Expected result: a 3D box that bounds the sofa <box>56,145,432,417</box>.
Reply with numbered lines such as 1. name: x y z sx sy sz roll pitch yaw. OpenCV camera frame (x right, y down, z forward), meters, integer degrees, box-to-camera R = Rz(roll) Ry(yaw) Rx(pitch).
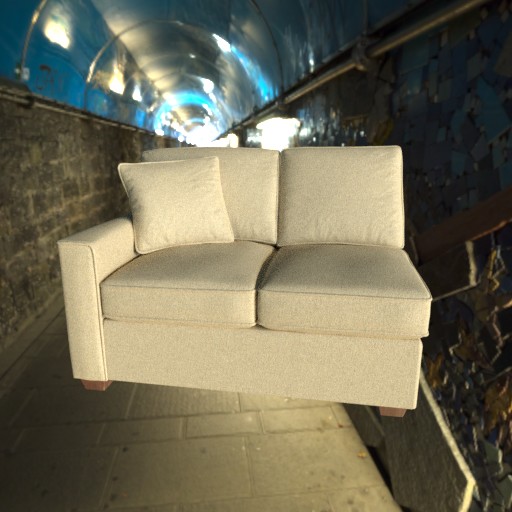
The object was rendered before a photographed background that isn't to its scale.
1. sofa: 0.000 0.000 2.047 1.388 0.989 0.991 2 14 9
